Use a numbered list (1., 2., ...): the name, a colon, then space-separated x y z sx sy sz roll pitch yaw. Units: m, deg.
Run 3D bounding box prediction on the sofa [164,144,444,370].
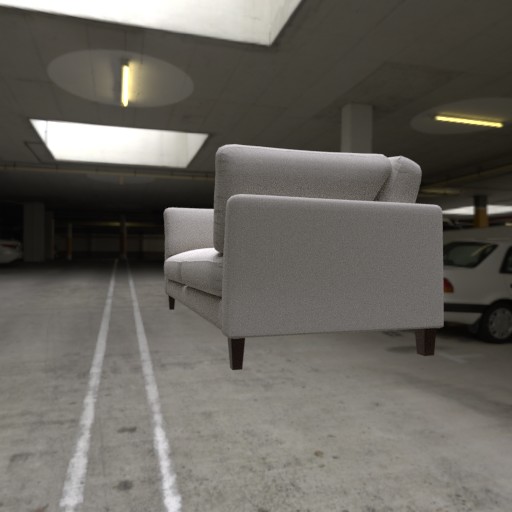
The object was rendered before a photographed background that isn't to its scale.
1. sofa: 0.000 0.000 2.771 0.957 0.863 2.301 0 -1 -17
